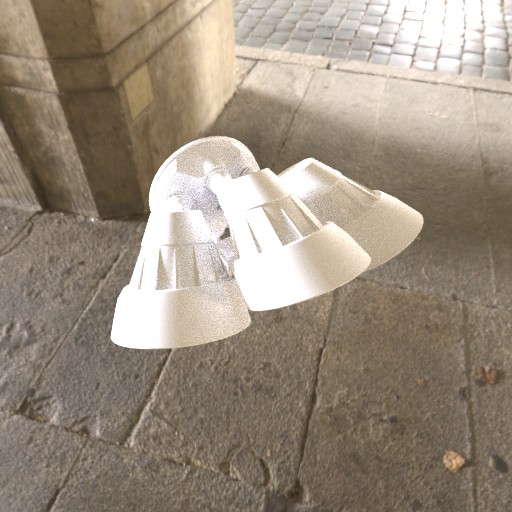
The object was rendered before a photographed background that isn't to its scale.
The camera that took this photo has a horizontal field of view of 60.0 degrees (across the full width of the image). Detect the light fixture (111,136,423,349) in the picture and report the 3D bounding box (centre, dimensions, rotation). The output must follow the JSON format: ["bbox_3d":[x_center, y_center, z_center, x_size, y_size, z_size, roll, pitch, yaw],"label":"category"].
[{"bbox_3d":[0.000,0.000,0.529,0.369,0.237,0.278,-23,51,-20],"label":"light fixture"}]
